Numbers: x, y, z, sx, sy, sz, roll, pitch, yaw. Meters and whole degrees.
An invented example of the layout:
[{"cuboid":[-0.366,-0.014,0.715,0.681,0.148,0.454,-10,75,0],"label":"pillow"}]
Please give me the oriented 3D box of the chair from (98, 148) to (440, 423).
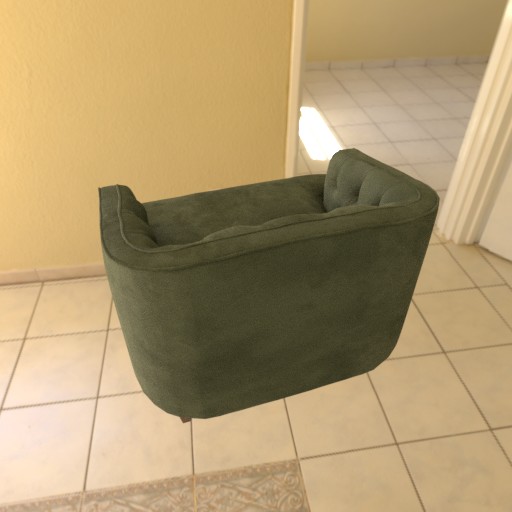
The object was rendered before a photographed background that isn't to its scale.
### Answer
[{"cuboid":[0.000,0.000,1.771,1.104,0.852,0.941,-12,41,-14],"label":"chair"}]
